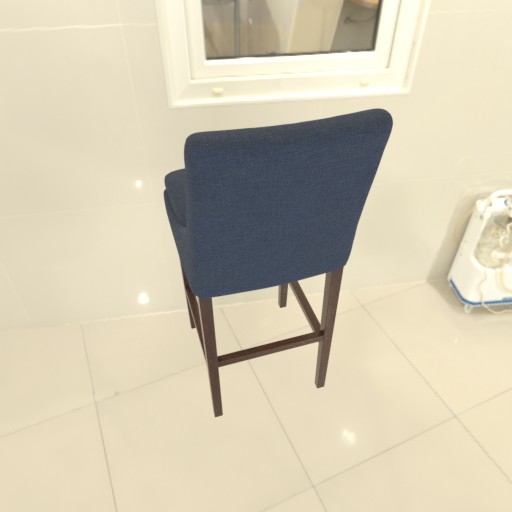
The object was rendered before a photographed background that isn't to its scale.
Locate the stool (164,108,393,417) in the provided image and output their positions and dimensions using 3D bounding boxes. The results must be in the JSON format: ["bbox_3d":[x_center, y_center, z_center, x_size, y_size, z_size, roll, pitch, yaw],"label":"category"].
[{"bbox_3d":[0.000,0.000,1.362,0.470,1.078,0.577,-12,43,-13],"label":"stool"}]
